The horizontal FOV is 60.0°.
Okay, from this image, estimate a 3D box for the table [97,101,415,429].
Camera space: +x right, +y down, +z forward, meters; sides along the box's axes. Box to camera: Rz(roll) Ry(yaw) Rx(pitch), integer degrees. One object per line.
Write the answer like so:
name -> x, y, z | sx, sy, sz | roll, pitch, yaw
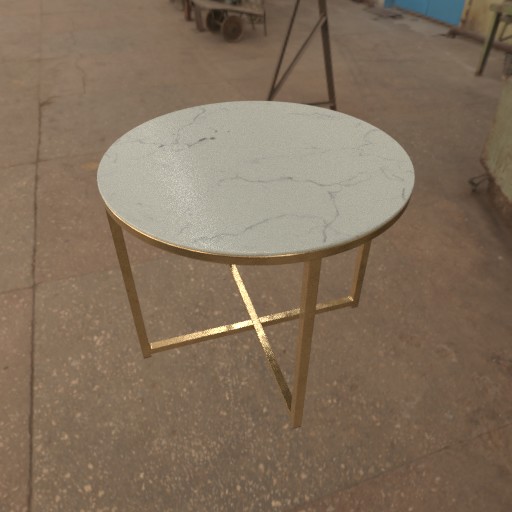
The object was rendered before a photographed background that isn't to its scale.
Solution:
table -> 0.000, 0.000, 0.856 | 0.500, 0.420, 0.500 | 0, 39, 0
